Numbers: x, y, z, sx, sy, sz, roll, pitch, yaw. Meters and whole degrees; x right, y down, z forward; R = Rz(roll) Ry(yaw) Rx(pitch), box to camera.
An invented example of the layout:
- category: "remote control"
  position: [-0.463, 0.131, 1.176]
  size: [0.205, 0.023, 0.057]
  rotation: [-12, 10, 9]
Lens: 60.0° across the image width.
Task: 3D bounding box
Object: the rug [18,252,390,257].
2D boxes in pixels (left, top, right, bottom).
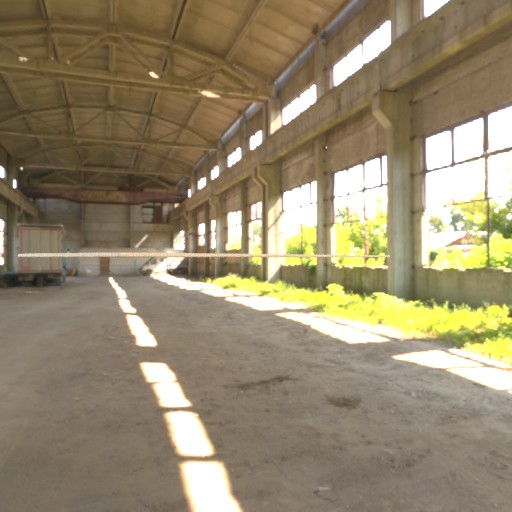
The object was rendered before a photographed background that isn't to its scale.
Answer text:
- category: "rug"
  position: [0.000, 0.000, 2.479]
  size: [0.678, 0.014, 2.276]
  rotation: [0, 0, 38]
